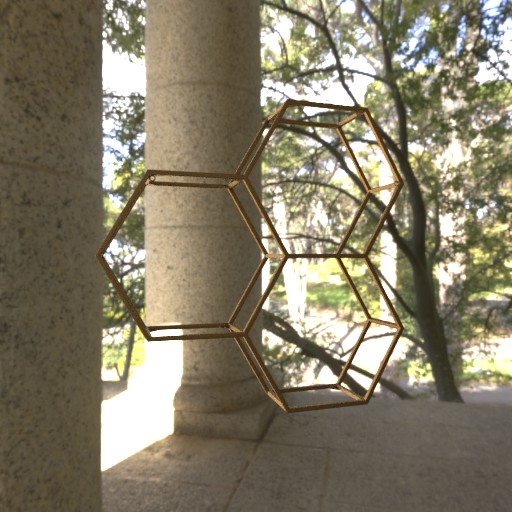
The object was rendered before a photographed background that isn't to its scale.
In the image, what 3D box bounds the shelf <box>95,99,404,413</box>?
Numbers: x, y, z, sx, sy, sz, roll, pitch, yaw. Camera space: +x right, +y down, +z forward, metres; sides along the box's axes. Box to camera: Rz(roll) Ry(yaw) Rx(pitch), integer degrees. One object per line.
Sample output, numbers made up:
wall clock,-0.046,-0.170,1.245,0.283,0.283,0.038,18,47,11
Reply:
shelf,0.000,0.000,1.044,0.708,0.701,0.150,0,0,-17
